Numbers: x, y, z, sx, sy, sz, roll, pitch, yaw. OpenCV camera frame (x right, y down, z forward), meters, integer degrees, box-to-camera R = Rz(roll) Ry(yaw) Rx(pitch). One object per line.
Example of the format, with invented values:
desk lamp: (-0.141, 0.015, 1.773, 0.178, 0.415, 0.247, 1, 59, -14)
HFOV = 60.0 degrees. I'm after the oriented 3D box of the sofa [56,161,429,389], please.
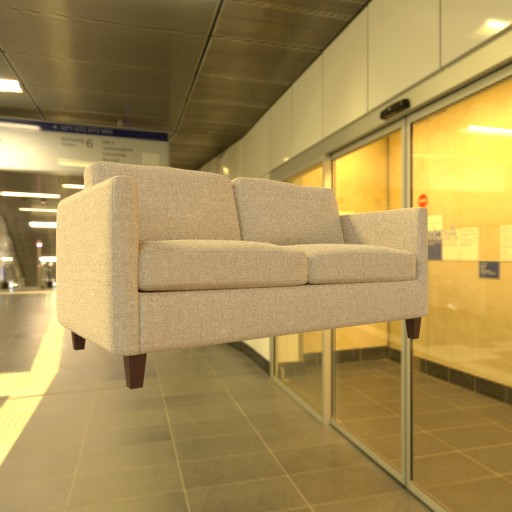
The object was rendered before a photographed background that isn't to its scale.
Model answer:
sofa: (0.000, 0.000, 2.437, 1.884, 0.963, 0.950, 0, 0, -35)
